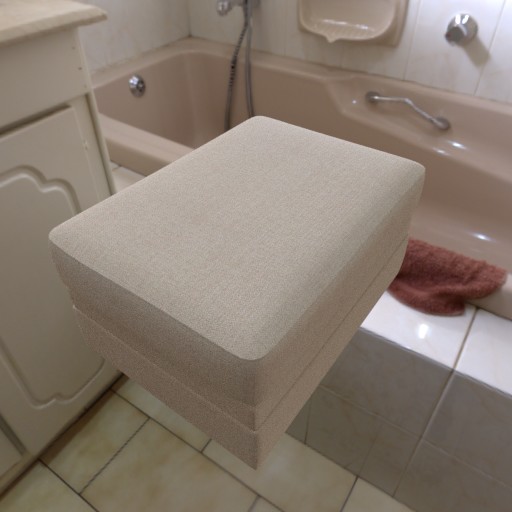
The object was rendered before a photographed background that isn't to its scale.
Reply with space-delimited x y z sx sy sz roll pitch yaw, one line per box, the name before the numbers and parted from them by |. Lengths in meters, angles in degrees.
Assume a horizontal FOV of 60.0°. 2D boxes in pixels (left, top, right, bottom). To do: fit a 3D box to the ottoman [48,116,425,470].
ottoman | 0.000 0.000 1.275 0.637 0.478 0.885 26 47 26
